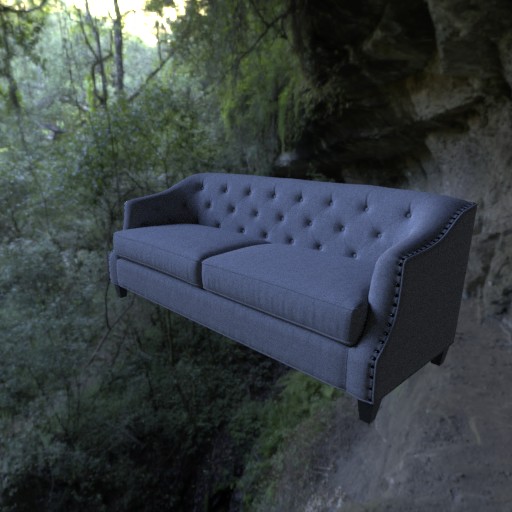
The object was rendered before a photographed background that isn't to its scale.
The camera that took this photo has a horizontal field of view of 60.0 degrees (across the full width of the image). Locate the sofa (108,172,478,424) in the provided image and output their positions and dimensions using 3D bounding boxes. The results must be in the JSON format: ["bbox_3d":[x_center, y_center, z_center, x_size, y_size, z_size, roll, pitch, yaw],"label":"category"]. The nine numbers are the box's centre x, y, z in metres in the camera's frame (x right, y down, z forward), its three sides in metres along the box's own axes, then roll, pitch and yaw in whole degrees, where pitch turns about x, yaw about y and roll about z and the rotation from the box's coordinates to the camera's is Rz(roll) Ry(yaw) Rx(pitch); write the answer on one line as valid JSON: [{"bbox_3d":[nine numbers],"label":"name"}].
[{"bbox_3d":[0.000,0.000,2.763,0.914,0.901,2.235,-15,21,-43],"label":"sofa"}]
